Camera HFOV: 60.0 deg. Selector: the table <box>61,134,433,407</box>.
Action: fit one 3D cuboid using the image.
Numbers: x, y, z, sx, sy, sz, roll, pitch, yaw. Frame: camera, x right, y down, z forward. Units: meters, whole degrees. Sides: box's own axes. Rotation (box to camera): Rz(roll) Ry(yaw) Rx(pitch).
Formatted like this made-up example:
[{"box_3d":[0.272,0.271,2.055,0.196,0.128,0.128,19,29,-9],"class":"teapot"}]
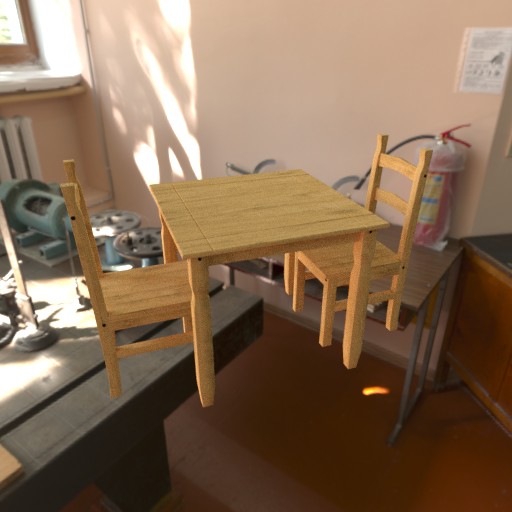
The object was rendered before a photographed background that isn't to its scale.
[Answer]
[{"box_3d":[0.000,0.000,2.054,1.501,0.942,0.813,-9,28,-18],"class":"table"}]
